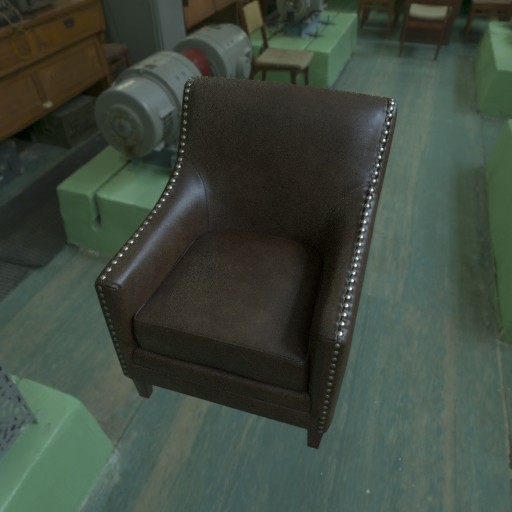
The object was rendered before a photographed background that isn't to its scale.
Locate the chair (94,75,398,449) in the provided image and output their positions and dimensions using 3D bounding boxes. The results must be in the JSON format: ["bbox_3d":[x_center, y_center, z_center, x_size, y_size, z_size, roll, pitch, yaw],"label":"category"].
[{"bbox_3d":[0.000,0.000,1.325,0.639,0.813,0.704,12,42,13],"label":"chair"}]
